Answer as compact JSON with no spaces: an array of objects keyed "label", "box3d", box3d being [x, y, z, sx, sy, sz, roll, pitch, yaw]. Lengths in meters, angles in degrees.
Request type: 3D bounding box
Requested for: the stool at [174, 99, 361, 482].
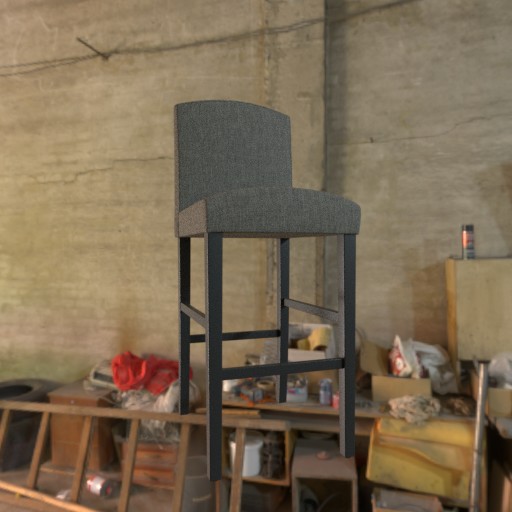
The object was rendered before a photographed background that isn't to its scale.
[{"label":"stool","box3d":[0.000,0.000,1.416,0.451,1.138,0.552,0,1,-19]}]
